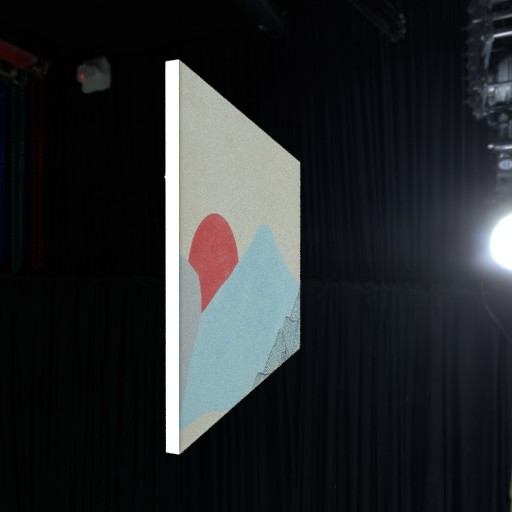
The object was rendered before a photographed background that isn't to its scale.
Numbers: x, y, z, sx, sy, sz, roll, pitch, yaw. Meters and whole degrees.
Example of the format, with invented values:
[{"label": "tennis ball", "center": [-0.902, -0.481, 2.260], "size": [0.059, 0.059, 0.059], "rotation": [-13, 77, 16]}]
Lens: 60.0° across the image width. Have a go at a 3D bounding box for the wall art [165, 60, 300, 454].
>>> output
[{"label": "wall art", "center": [0.000, 0.000, 1.607], "size": [0.042, 0.912, 1.219], "rotation": [0, 0, 19]}]
